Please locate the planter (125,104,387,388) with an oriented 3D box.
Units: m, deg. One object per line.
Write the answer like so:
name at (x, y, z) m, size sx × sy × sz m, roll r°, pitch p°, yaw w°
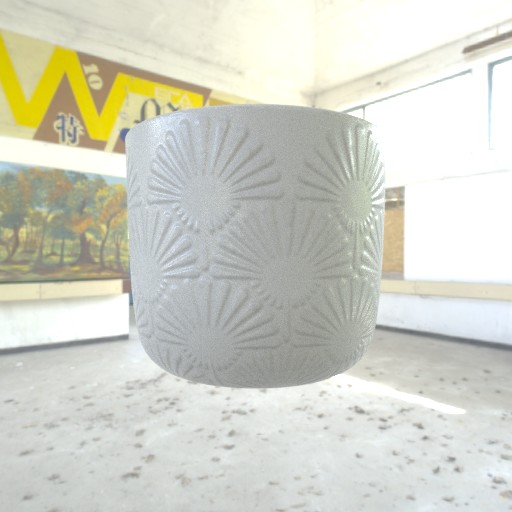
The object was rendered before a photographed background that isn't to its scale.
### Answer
planter at (0.000, 0.000, 0.219) m, size 0.124 × 0.109 × 0.124 m, roll 0°, pitch 0°, yaw 0°
